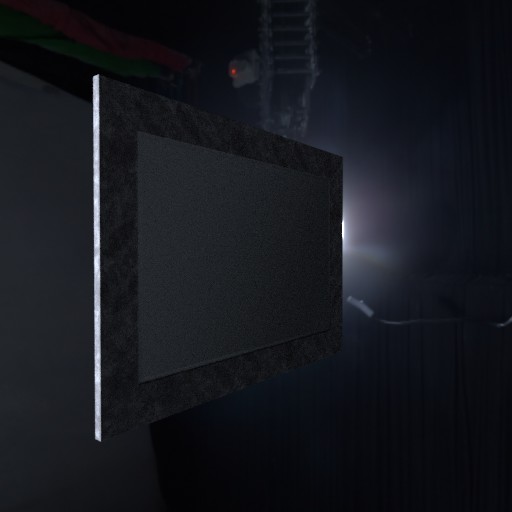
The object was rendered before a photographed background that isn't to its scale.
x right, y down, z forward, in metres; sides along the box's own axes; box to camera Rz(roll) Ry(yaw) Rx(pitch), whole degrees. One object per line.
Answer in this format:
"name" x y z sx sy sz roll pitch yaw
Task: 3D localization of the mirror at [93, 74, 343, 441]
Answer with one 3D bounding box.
"mirror" 0.000 0.000 1.394 0.022 0.795 1.101 1 1 39
